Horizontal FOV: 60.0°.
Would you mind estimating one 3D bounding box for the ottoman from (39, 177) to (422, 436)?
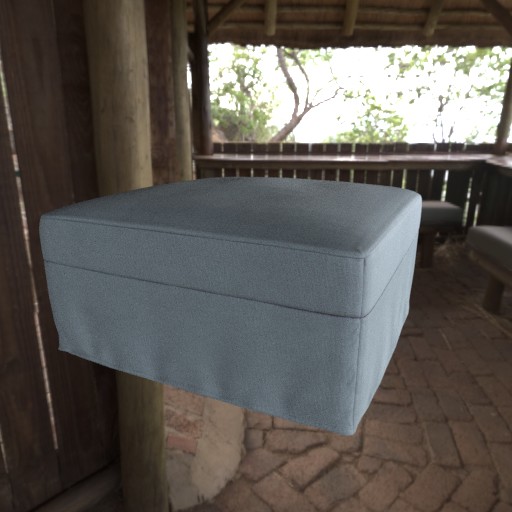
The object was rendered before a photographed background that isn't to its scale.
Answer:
[{"bbox_3d":[0.000,0.000,1.323,0.843,0.441,0.842,8,18,25],"label":"ottoman"}]
